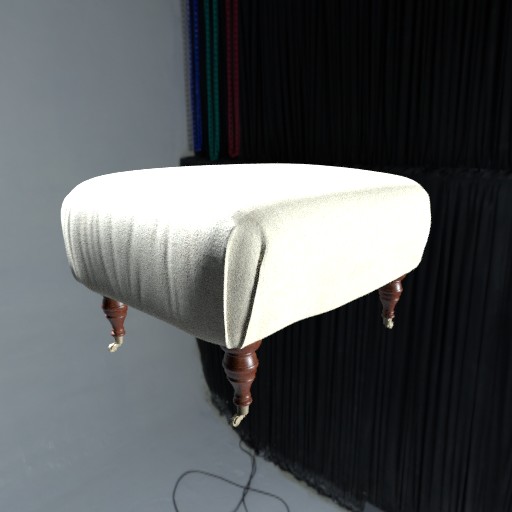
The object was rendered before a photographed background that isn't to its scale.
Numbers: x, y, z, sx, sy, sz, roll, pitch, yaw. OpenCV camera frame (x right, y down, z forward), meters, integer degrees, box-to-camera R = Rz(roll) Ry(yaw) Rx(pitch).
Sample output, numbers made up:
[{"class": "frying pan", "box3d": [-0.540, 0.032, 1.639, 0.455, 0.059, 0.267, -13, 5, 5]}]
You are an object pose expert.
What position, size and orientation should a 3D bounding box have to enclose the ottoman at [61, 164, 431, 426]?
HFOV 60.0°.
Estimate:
[{"class": "ottoman", "box3d": [0.000, 0.000, 1.114, 0.622, 0.450, 0.747, 13, 19, 41]}]
